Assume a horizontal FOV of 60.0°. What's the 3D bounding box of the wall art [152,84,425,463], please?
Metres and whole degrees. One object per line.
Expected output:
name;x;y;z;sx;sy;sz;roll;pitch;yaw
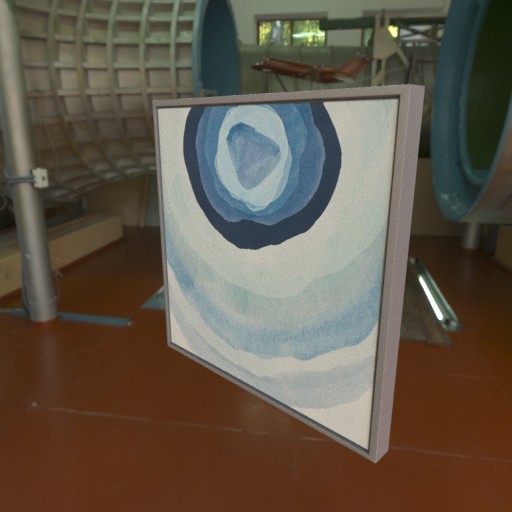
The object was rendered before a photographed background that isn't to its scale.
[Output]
wall art;0.000;0.000;0.510;0.349;0.349;0.028;15;22;42
